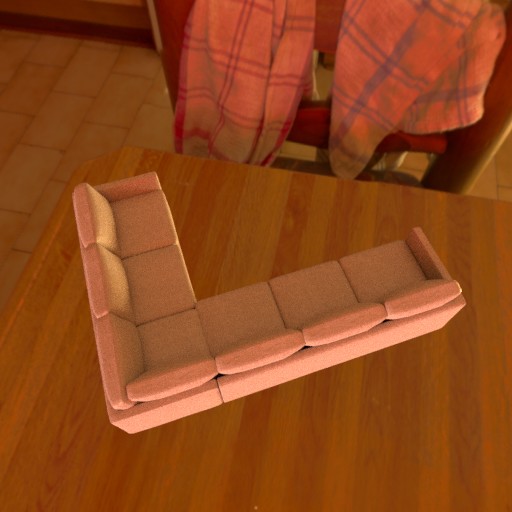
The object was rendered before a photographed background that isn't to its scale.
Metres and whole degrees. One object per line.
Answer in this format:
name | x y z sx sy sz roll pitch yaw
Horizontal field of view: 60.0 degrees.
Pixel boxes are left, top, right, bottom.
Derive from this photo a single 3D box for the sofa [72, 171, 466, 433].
sofa | 0.000 0.000 4.605 3.333 0.934 2.522 -16 62 -9
